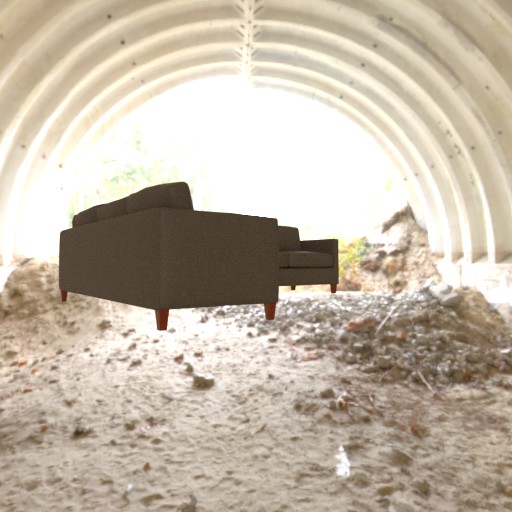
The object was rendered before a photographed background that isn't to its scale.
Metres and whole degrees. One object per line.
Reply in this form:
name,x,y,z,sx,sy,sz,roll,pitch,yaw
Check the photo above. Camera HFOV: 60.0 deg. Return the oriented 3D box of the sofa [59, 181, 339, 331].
sofa,0.000,0.000,4.591,3.302,0.947,2.593,1,-1,-36
